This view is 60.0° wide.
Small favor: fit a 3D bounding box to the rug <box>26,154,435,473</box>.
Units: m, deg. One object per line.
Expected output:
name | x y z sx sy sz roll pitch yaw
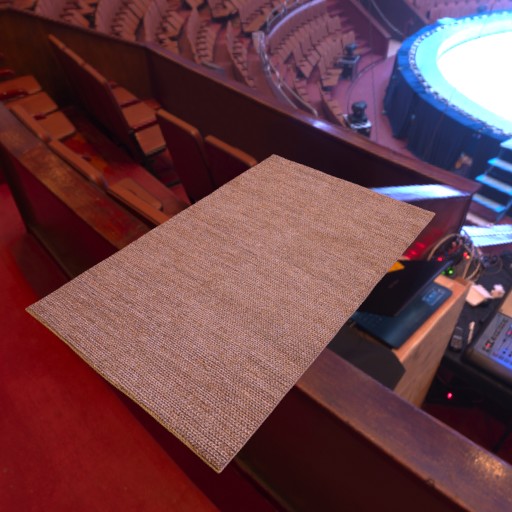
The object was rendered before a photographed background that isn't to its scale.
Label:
rug | 0.000 0.000 2.960 1.521 0.034 2.438 27 47 28
